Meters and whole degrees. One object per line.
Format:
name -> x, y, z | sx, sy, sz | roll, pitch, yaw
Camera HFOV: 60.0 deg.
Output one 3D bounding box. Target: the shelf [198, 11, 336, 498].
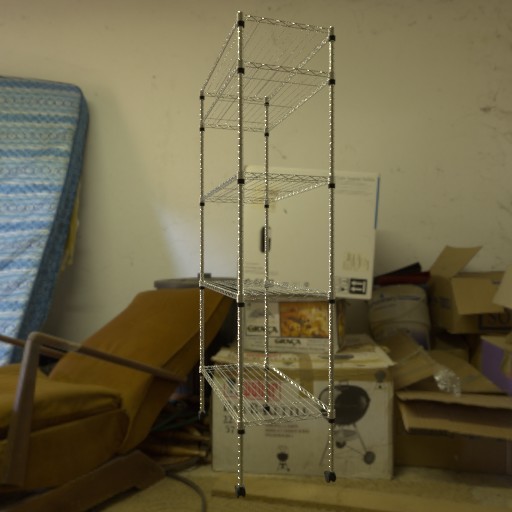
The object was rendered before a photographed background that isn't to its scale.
shelf -> 0.000, 0.000, 1.849 | 0.356, 1.587, 0.762 | 0, 0, -17
